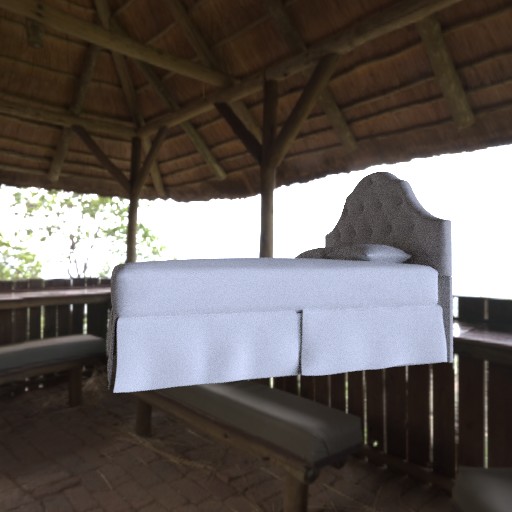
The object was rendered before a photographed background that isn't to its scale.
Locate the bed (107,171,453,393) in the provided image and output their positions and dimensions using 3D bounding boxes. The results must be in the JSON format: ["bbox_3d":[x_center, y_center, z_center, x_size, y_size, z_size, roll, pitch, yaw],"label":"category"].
[{"bbox_3d":[0.000,0.000,3.878,2.477,1.617,2.039,0,-1,-18],"label":"bed"}]
